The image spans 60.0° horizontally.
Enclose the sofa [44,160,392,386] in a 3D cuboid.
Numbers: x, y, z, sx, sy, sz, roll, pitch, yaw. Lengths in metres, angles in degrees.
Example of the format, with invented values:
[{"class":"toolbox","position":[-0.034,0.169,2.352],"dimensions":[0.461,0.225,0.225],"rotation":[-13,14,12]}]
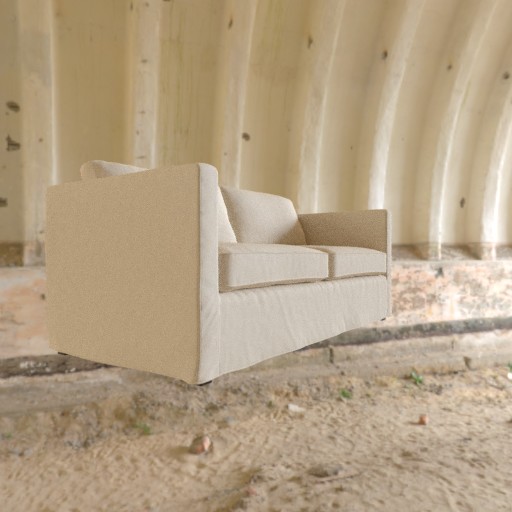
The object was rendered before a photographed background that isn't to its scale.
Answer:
[{"class":"sofa","position":[0.000,0.000,2.491],"dimensions":[0.940,0.870,1.987],"rotation":[0,0,35]}]
